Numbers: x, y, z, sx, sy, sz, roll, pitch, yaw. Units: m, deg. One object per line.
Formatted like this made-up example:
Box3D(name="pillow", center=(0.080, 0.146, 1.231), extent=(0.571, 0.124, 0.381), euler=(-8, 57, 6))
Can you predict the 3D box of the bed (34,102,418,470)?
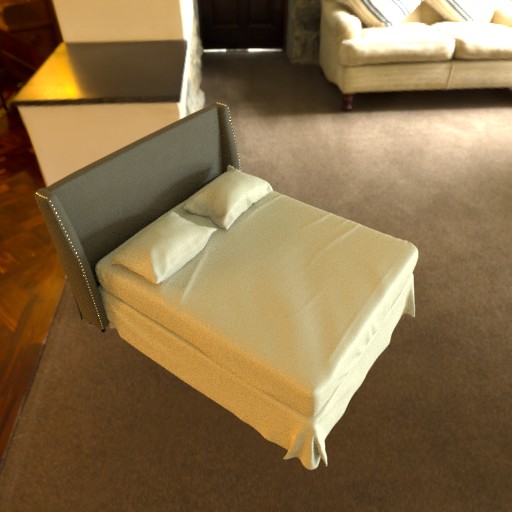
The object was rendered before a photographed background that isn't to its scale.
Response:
Box3D(name="bed", center=(0.000, 0.000, 3.418), extent=(2.276, 1.332, 1.925), euler=(25, 47, 26))
